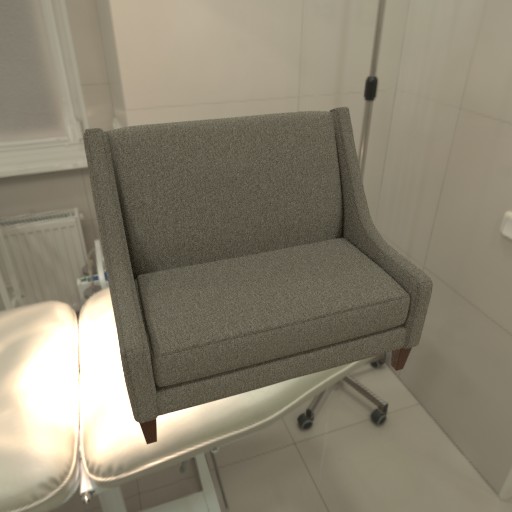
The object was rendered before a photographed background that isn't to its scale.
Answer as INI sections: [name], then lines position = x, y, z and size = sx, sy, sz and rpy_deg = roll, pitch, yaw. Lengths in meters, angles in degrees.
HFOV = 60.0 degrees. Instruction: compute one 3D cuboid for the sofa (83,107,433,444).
[sofa]
position = 0.000, 0.000, 1.922
size = 1.242, 1.026, 0.862
rpy_deg = -11, 32, -17
